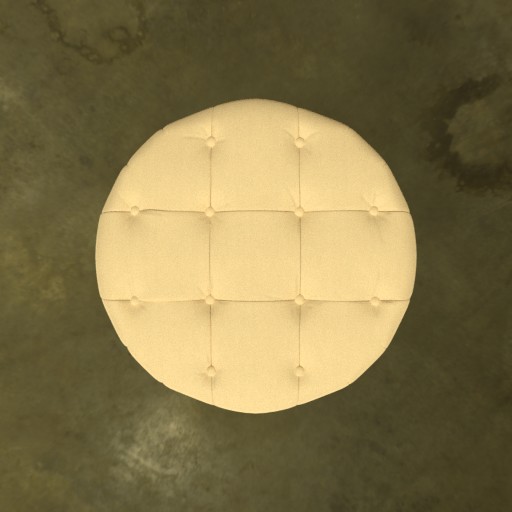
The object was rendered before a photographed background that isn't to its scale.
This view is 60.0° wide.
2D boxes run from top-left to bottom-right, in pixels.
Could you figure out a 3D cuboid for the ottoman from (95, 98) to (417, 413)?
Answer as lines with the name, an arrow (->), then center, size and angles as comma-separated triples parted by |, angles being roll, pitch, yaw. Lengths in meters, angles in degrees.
ottoman -> 0.000, 0.000, 1.395 | 0.901, 0.439, 0.901 | 0, 90, 1
